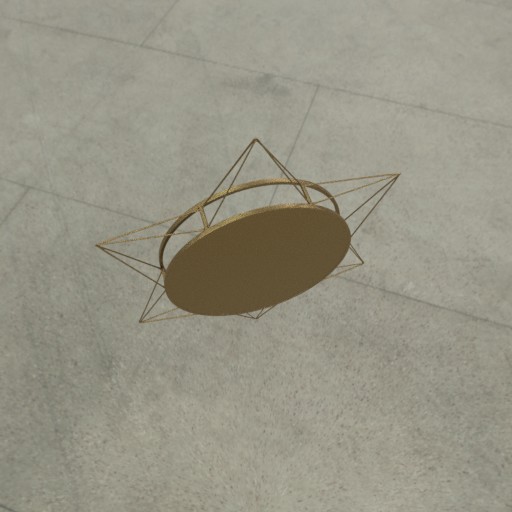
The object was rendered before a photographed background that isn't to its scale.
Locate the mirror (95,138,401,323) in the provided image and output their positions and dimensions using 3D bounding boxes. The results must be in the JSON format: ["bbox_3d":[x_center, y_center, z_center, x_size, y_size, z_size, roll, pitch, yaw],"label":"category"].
[{"bbox_3d":[0.000,0.000,0.817,0.498,0.581,0.062,-14,60,-8],"label":"mirror"}]
